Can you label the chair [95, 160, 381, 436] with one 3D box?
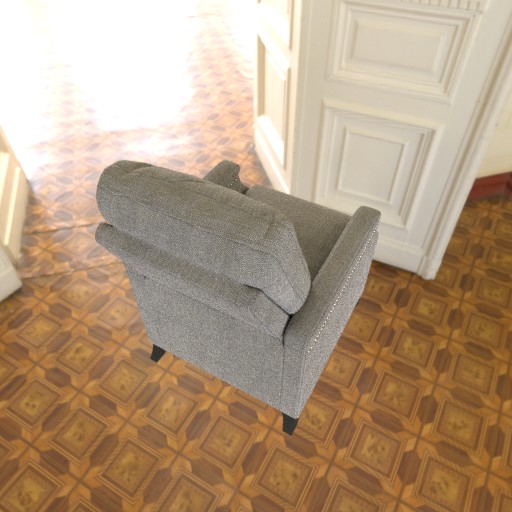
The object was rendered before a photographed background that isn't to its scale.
[{"bbox_3d":[0.000,0.000,1.644,0.710,1.049,0.922,22,50,20],"label":"chair"}]
